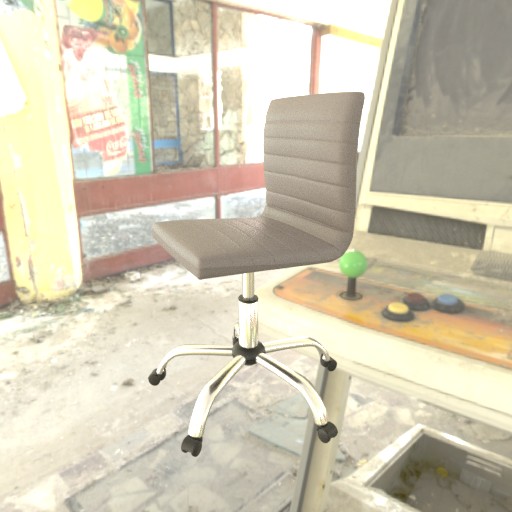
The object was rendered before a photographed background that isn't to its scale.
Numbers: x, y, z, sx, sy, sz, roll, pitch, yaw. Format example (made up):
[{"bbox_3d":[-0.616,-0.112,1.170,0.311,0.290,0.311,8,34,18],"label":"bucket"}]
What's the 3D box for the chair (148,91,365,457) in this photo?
[{"bbox_3d":[0.000,0.000,1.127,0.530,0.780,0.556,-8,19,-25],"label":"chair"}]
